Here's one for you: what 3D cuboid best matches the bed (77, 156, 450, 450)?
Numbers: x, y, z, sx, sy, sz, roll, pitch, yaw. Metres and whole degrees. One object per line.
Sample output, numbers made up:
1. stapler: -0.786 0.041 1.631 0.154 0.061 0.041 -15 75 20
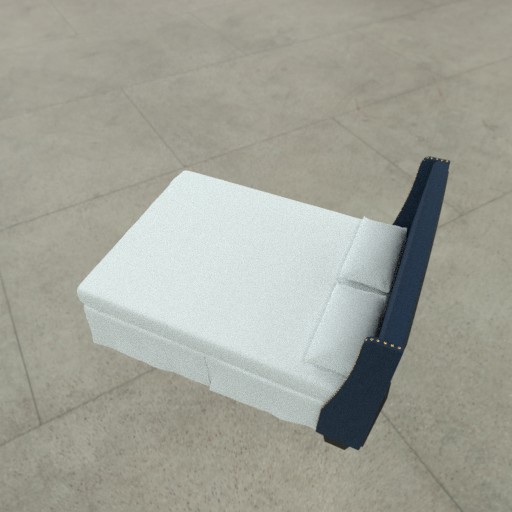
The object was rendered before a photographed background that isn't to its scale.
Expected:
1. bed: 0.000 0.000 3.223 2.223 1.402 1.604 18 50 16
